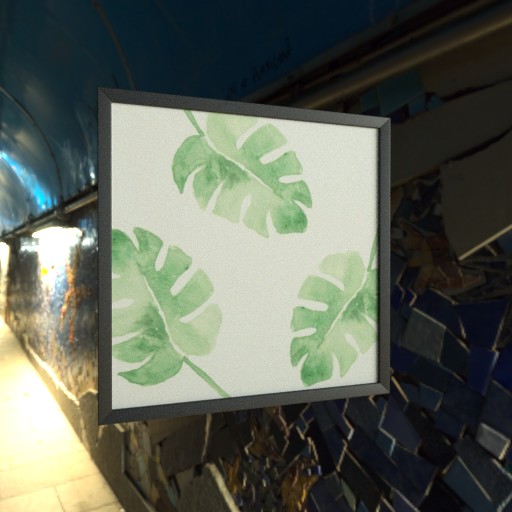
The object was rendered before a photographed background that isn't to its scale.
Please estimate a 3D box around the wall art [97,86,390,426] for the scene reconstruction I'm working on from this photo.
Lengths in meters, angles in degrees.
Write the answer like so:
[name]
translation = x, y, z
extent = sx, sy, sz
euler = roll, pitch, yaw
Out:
[wall art]
translation = 0.000, 0.000, 0.756
extent = 0.508, 0.508, 0.036
euler = 0, 0, -18
